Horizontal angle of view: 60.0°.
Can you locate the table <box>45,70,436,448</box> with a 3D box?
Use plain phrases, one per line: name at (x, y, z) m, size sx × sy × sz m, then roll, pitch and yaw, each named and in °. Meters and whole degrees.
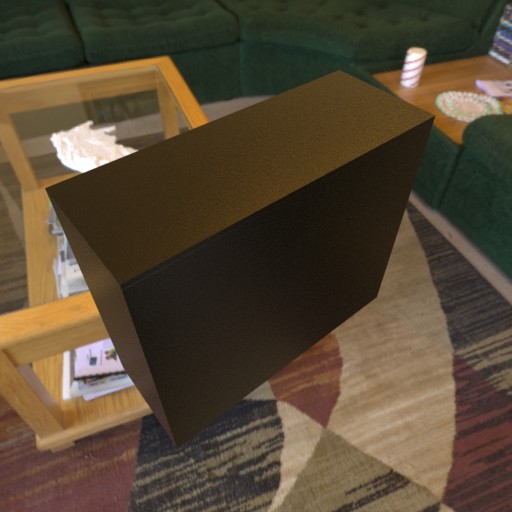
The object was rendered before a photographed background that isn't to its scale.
table at (0.000, 0.000, 1.375) m, size 0.930 × 0.790 × 0.380 m, roll -31°, pitch 54°, yaw -26°
